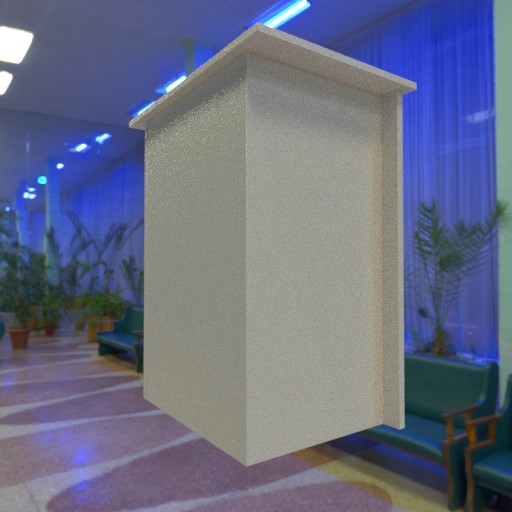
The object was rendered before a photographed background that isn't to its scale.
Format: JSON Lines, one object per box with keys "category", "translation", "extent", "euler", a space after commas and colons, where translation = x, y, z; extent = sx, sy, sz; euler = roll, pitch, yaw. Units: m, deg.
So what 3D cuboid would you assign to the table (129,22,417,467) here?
{"category": "table", "translation": [0.000, 0.000, 1.038], "extent": [0.406, 0.711, 0.589], "euler": [1, -1, -35]}
